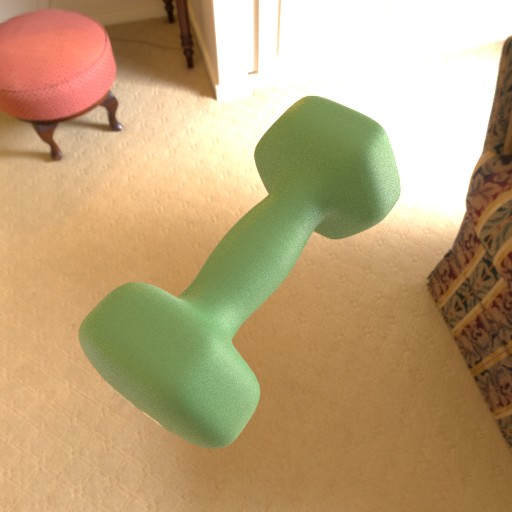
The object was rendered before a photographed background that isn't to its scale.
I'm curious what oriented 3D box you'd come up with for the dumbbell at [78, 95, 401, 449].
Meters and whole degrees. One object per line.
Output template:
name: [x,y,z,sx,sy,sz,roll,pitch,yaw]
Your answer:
dumbbell: [0.000,0.000,0.321,0.126,0.114,0.257,32,64,18]
